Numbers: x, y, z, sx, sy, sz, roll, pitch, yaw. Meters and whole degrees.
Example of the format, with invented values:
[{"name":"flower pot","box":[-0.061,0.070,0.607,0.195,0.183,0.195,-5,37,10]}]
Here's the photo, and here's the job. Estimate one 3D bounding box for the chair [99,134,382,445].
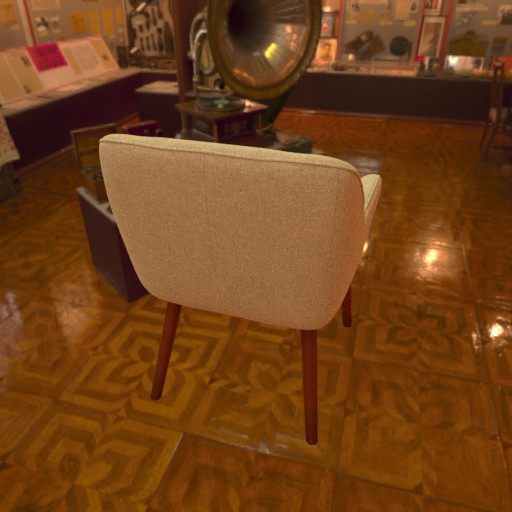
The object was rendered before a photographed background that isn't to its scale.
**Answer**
[{"name":"chair","box":[0.000,0.000,1.258,0.610,0.813,0.610,10,33,15]}]
